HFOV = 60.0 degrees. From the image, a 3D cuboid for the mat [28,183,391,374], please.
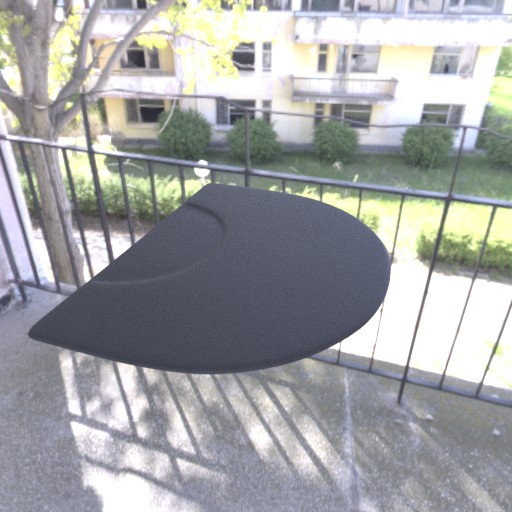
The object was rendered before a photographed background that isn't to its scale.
[{"bbox_3d":[0.000,0.000,1.560,0.917,0.016,1.220,10,31,16],"label":"mat"}]
